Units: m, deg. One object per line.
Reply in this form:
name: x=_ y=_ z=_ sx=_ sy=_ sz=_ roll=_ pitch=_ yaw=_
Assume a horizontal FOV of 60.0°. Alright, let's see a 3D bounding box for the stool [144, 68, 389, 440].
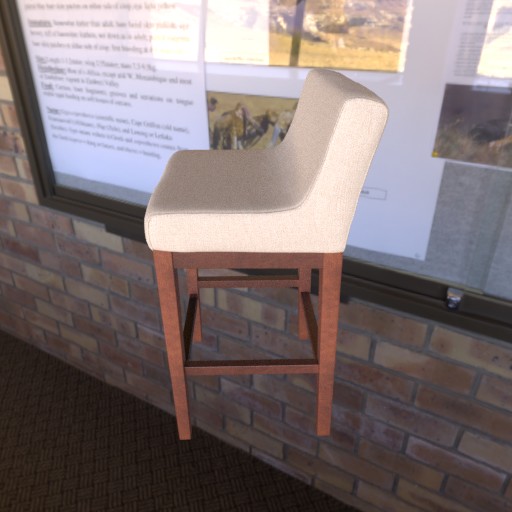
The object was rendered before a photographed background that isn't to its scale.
stool: x=0.000 y=0.000 z=1.247 sx=0.500 sy=0.937 sz=0.511 roll=-1 pitch=28 yaw=-2
